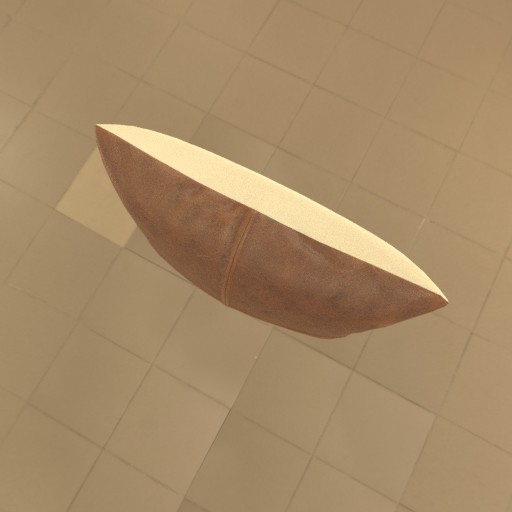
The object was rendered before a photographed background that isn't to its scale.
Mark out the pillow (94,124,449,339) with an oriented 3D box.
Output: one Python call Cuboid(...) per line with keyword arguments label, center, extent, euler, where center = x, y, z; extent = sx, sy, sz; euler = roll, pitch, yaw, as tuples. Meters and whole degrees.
Cuboid(label="pillow", center=(0.000, 0.000, 0.741), extent=(0.484, 0.470, 0.192), euler=(27, 79, 6))
